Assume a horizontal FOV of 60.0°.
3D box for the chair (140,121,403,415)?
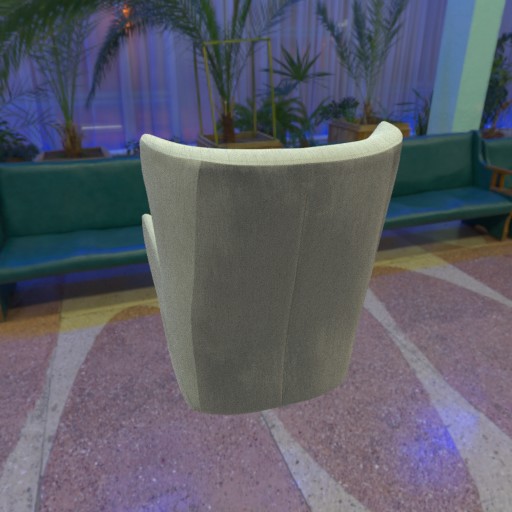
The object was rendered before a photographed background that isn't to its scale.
[{"bbox_3d":[0.000,0.000,1.671,0.779,1.000,0.904,-7,26,-15],"label":"chair"}]
